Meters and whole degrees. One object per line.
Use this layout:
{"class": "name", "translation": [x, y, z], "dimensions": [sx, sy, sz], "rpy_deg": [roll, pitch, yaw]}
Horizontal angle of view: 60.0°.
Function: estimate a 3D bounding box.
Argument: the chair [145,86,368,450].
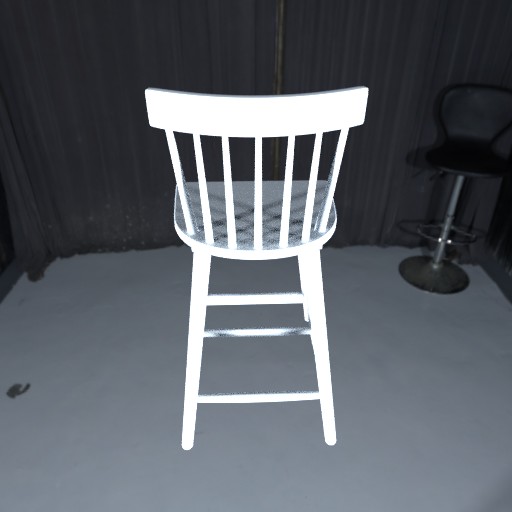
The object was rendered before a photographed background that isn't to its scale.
{"class": "chair", "translation": [0.000, 0.000, 1.266], "dimensions": [0.483, 0.952, 0.572], "rpy_deg": [-1, 32, -2]}
